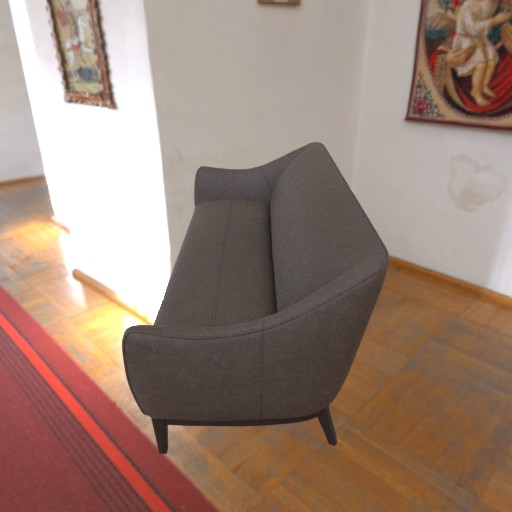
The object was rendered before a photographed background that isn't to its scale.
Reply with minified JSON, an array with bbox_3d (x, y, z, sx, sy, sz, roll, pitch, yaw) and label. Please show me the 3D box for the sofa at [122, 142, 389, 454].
[{"bbox_3d":[0.000,0.000,2.296,0.869,0.831,1.928,0,26,0],"label":"sofa"}]
